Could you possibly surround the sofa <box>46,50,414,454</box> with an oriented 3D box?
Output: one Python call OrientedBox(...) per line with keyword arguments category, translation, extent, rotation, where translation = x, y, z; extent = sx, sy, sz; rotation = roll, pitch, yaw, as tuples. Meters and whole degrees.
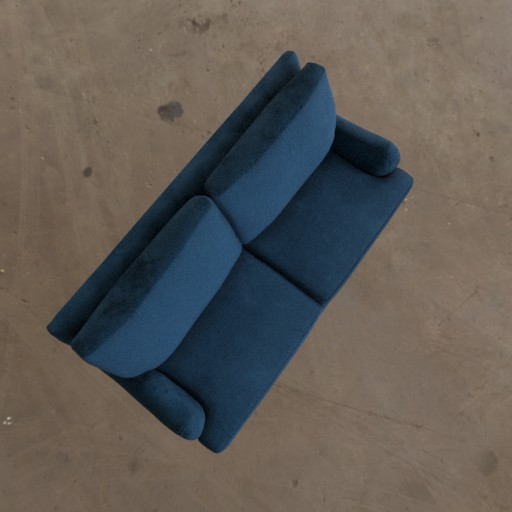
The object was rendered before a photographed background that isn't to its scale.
OrientedBox(category="sofa", translation=(0.000, 0.000, 2.743), extent=(1.084, 1.101, 2.141), rotation=(36, 78, 9))
